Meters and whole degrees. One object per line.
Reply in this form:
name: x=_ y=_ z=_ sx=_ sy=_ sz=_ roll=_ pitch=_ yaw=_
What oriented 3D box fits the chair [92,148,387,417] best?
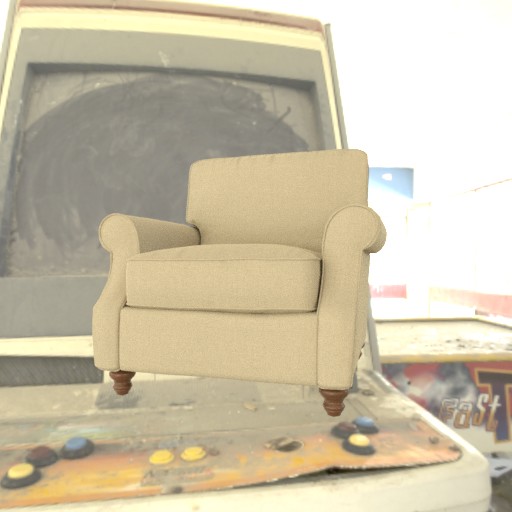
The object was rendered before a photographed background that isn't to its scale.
chair: x=0.000 y=0.000 z=1.812 sx=1.029 sy=0.967 sz=0.966 roll=0 pitch=-1 yaw=17
